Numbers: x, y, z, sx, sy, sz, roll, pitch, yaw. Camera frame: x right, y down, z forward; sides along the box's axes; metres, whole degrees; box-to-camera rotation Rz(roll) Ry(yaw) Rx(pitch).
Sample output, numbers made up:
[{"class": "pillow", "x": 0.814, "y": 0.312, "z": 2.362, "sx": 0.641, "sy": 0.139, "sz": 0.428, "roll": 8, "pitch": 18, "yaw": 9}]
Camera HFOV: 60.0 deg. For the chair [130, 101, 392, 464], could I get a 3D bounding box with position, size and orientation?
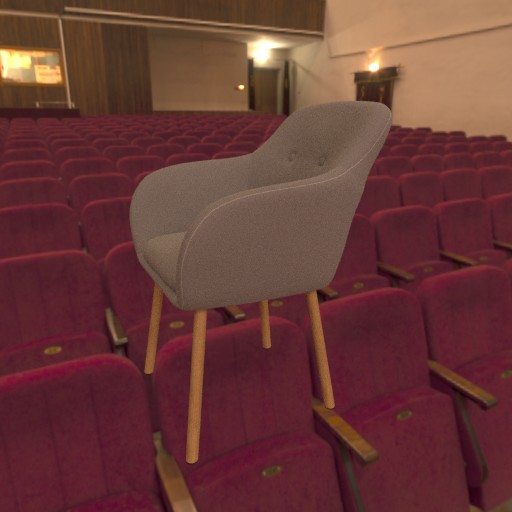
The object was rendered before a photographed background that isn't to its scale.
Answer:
[{"class": "chair", "x": 0.000, "y": 0.000, "z": 1.244, "sx": 0.590, "sy": 0.830, "sz": 0.570, "roll": -8, "pitch": 19, "yaw": -25}]
